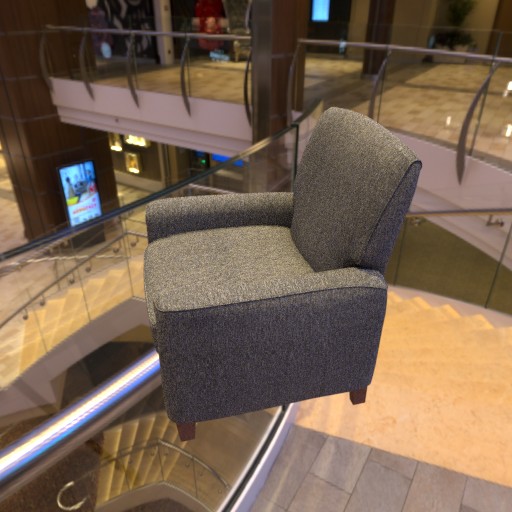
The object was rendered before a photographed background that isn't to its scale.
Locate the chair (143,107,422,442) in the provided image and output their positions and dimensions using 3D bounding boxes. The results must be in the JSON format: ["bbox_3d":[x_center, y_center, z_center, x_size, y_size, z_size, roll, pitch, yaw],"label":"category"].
[{"bbox_3d":[0.000,0.000,1.719,0.864,1.014,0.848,-7,31,-12],"label":"chair"}]
